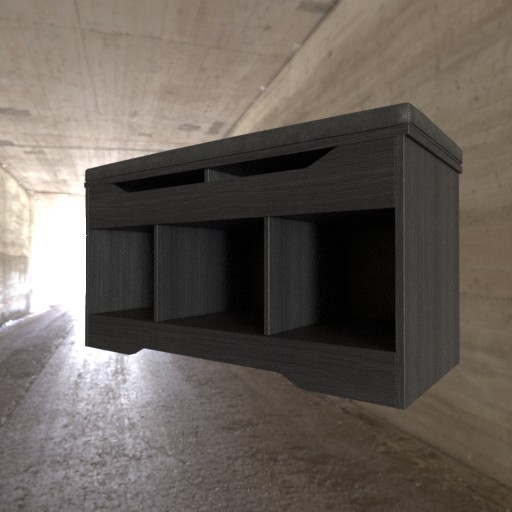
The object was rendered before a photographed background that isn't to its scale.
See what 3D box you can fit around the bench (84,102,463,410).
[{"bbox_3d":[0.000,0.000,1.134,0.905,0.501,0.401,0,-1,36],"label":"bench"}]
